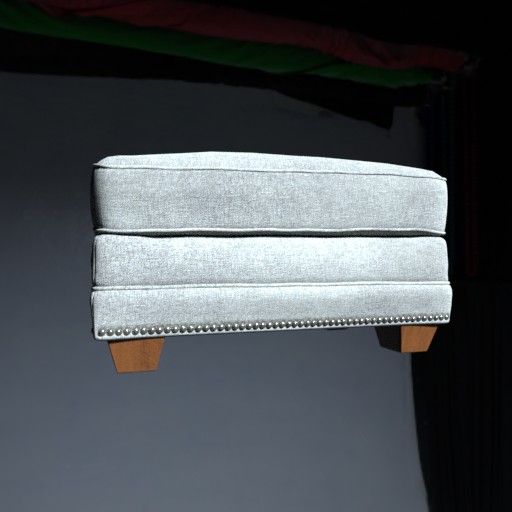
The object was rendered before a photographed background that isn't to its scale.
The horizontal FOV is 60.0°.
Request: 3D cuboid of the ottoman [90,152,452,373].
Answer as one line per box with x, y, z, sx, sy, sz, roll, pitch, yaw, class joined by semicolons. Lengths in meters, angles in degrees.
0.000;0.000;1.162;0.813;0.457;0.561;0;-1;-18;ottoman
